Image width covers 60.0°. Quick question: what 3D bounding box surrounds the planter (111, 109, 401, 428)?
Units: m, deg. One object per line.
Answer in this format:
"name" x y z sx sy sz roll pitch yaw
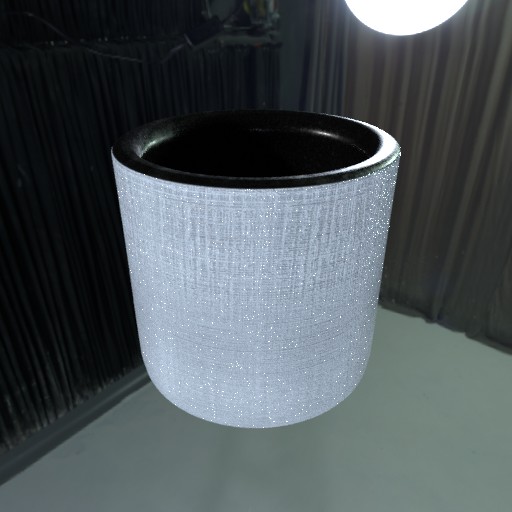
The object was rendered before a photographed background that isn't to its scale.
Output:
"planter" 0.000 0.000 0.287 0.160 0.156 0.160 0 29 0
